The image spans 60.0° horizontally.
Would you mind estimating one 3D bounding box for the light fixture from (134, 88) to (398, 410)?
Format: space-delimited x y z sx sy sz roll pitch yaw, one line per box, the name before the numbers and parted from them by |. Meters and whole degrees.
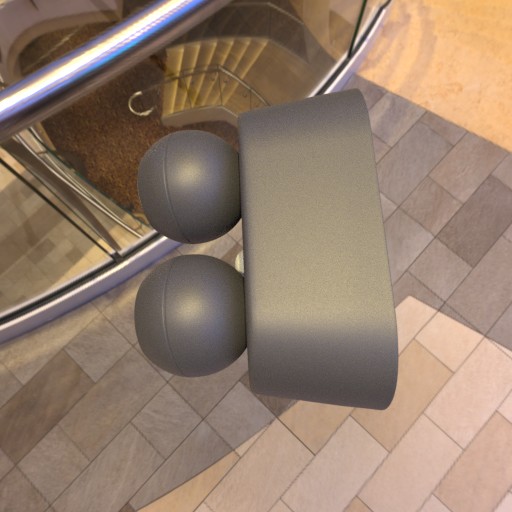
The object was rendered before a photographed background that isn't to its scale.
light fixture | 0.000 0.000 0.340 0.159 0.159 0.229 -3 75 -1
